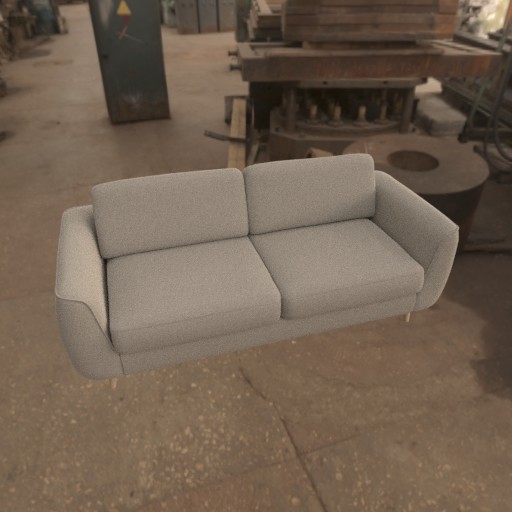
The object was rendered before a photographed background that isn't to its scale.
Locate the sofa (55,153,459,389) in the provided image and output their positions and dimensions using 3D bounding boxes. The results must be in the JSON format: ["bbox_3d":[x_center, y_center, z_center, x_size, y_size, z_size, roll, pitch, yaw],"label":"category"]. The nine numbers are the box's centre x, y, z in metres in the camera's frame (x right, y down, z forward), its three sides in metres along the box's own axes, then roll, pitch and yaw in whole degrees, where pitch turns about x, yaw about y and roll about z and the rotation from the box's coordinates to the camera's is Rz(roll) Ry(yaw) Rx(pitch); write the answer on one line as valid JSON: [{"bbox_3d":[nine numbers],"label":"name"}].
[{"bbox_3d":[0.000,0.000,2.457,2.000,0.850,0.920,-10,34,-14],"label":"sofa"}]
